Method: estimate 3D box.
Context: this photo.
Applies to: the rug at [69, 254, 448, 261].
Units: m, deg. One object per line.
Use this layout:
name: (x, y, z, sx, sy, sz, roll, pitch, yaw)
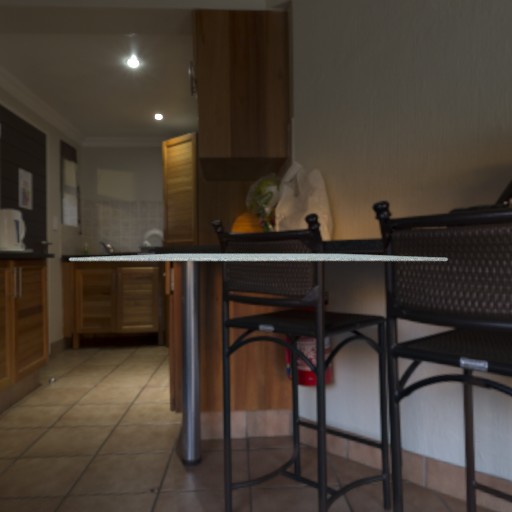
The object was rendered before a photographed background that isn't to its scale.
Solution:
rug: (0.000, 0.000, 2.937, 1.547, 0.013, 2.283, 0, 1, 0)
